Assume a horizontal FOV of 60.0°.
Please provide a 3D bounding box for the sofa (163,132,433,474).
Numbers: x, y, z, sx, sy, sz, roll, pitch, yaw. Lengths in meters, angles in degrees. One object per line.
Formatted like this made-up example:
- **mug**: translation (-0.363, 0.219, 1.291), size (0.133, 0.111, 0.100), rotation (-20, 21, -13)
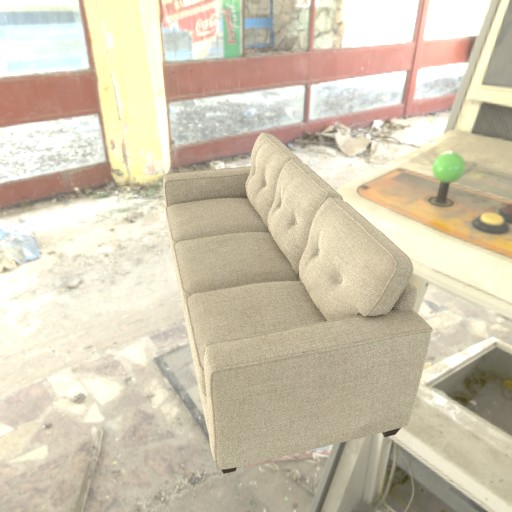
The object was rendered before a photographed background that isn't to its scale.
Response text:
- **sofa**: translation (0.000, 0.000, 2.633), size (0.939, 0.965, 2.133), rotation (-8, 31, -13)
